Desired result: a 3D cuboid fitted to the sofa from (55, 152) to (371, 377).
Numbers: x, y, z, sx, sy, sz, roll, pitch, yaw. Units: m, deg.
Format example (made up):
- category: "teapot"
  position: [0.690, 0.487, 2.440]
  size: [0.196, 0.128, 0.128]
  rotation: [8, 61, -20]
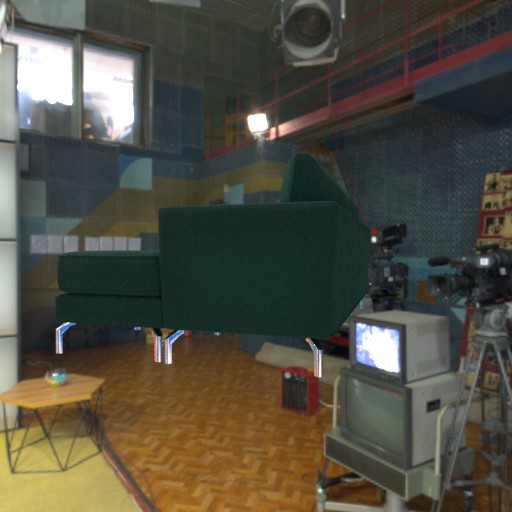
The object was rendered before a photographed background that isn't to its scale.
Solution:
- category: "sofa"
  position: [0.000, 0.000, 3.223]
  size: [1.489, 1.007, 2.441]
  rotation: [0, 1, 18]
